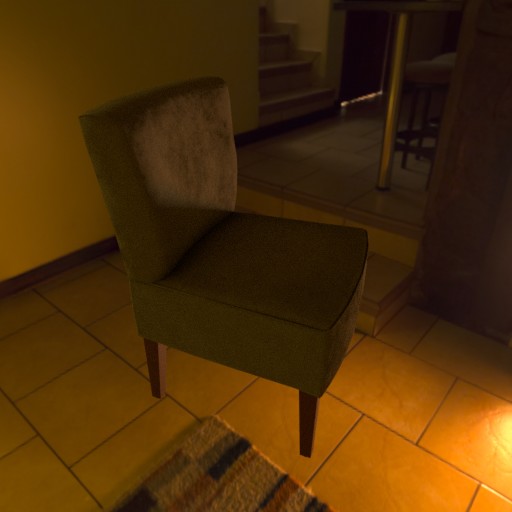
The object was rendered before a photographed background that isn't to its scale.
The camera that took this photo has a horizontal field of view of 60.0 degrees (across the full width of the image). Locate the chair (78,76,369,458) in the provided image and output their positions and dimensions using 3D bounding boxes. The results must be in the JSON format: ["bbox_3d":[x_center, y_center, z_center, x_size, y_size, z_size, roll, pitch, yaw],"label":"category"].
[{"bbox_3d":[0.000,0.000,1.149,0.554,0.806,0.521,11,31,18],"label":"chair"}]
